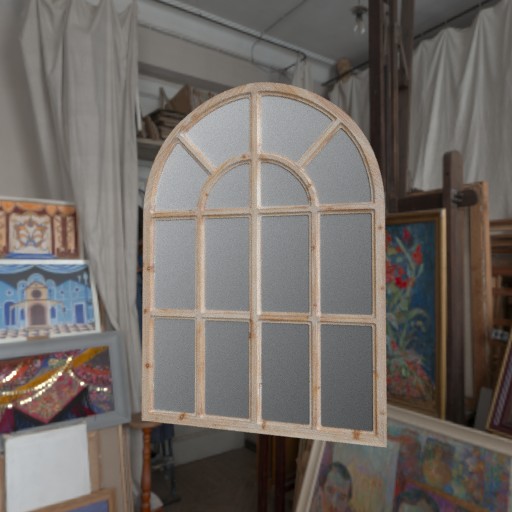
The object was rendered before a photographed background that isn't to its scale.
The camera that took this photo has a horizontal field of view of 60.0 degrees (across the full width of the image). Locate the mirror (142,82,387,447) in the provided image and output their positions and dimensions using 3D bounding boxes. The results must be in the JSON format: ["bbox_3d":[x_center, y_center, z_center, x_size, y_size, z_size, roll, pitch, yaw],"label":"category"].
[{"bbox_3d":[0.000,0.000,1.180,0.660,0.920,0.032,0,-2,17],"label":"mirror"}]
